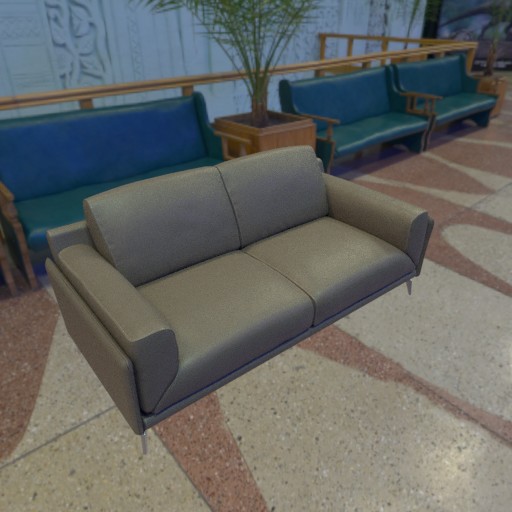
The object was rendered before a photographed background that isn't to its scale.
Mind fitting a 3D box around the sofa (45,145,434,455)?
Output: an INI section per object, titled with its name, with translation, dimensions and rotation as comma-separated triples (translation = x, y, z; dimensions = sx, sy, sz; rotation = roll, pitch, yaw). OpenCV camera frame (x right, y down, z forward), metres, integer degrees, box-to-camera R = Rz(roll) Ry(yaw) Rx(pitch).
[sofa]
translation = 0.000, 0.000, 2.639
dimensions = 2.101, 0.930, 1.049
rotation = -22, 36, -33
